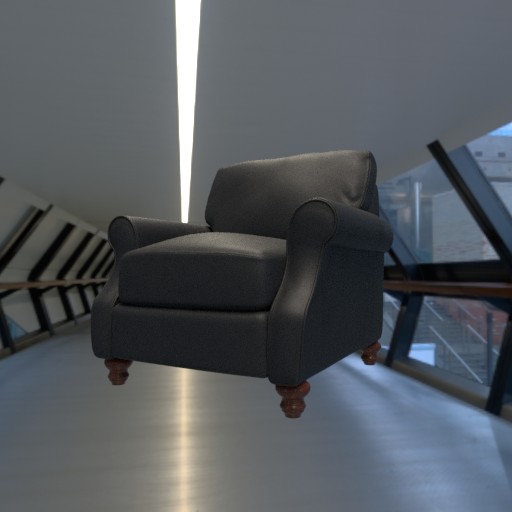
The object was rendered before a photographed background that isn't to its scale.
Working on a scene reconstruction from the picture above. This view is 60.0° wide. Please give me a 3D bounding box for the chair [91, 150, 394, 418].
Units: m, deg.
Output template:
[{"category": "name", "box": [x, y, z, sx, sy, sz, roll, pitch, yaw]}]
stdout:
[{"category": "chair", "box": [0.000, 0.000, 1.823, 1.015, 0.960, 1.027, -1, -2, 35]}]
